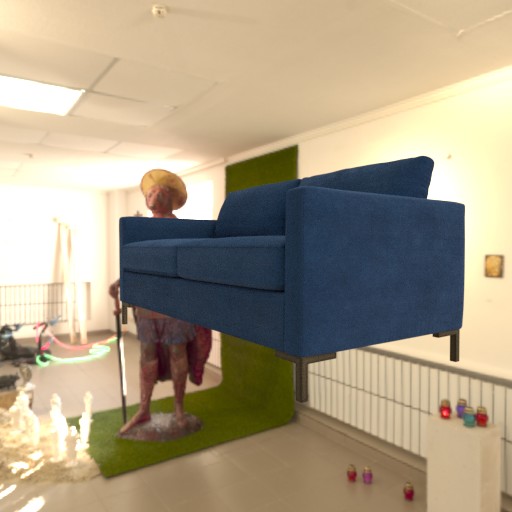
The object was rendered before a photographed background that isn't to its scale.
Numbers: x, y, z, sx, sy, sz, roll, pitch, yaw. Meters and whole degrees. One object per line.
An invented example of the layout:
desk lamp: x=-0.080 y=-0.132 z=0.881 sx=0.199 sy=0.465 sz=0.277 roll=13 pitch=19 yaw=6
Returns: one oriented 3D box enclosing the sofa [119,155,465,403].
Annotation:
sofa: x=0.000 y=0.000 z=2.165 sx=0.875 sy=0.817 sz=1.676 roll=-1 pitch=1 yaw=-35
